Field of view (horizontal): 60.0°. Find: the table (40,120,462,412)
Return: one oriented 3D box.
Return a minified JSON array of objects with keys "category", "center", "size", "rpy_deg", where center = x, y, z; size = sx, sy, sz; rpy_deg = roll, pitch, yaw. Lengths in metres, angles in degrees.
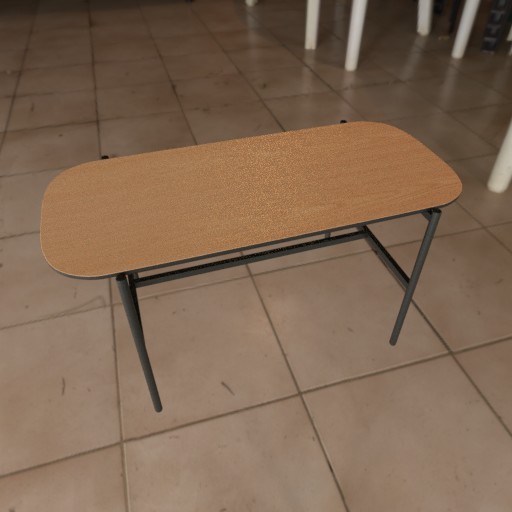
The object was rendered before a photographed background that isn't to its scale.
[{"category":"table","center":[0.000,0.000,1.010],"size":[0.800,0.400,0.400],"rpy_deg":[-12,44,-13]}]
